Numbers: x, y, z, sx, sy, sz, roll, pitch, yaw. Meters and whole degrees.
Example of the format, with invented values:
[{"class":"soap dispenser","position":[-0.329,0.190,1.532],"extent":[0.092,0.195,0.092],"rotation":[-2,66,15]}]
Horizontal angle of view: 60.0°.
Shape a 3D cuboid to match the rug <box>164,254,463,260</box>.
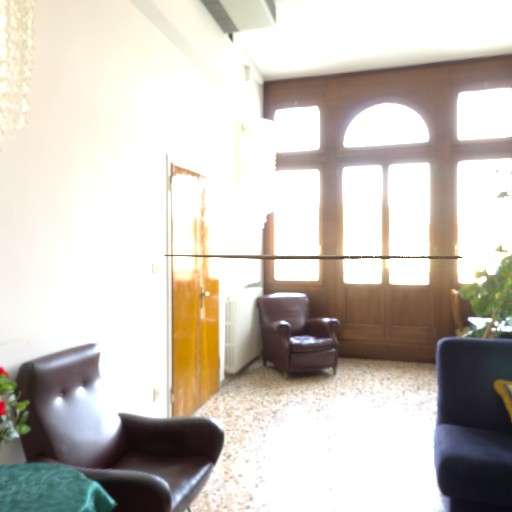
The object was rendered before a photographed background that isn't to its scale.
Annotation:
[{"class":"rug","position":[0.000,0.000,2.642],"extent":[0.750,0.011,2.435],"rotation":[0,0,-20]}]
